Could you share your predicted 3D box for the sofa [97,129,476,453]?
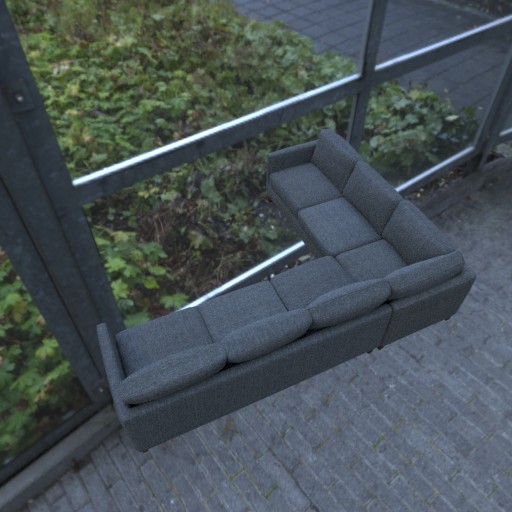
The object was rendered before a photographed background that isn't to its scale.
[{"bbox_3d":[0.000,0.000,4.517,3.302,0.947,2.593,-19,50,-17],"label":"sofa"}]
